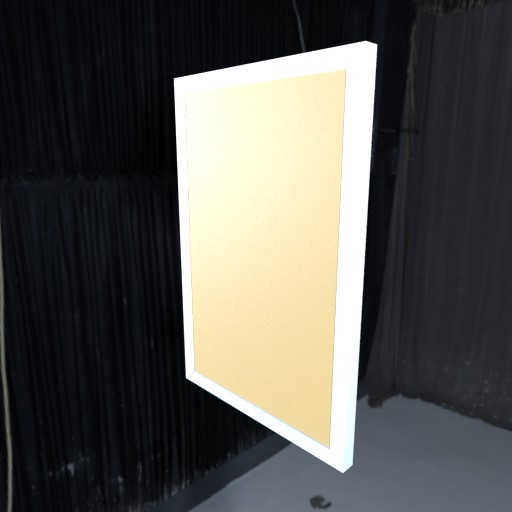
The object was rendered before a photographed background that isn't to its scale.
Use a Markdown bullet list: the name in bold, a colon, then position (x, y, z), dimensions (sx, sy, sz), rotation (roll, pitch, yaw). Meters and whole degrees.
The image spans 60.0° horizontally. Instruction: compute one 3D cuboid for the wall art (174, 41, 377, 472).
- **wall art**: position (0.000, 0.000, 1.138), dimensions (0.039, 0.915, 0.612), rotation (-13, 18, -43)
